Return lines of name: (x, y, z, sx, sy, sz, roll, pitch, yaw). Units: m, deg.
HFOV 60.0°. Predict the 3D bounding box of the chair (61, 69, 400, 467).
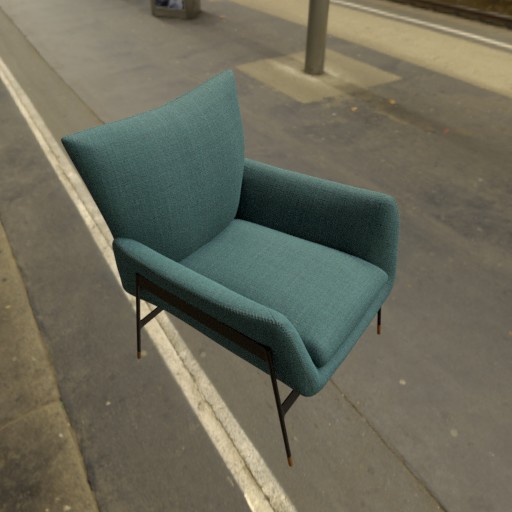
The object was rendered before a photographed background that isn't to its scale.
chair: (0.000, 0.000, 1.414, 0.769, 0.859, 0.678, 25, 46, 27)
